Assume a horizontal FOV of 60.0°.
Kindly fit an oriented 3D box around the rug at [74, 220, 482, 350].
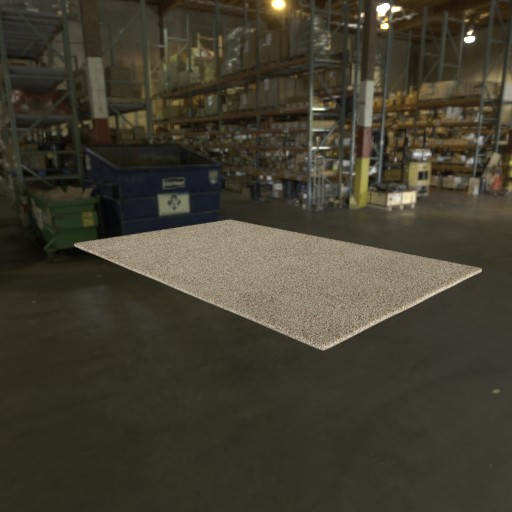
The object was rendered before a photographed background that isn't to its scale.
[{"bbox_3d":[0.000,0.000,3.473,1.778,0.030,2.743,-13,20,-42],"label":"rug"}]
